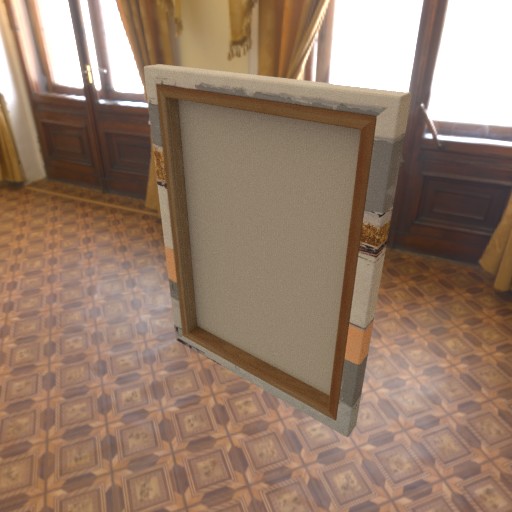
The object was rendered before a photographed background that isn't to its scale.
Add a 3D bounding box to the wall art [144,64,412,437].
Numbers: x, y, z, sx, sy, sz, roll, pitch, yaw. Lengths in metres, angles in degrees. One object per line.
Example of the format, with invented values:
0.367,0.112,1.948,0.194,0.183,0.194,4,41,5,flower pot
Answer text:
0.000,0.000,0.805,0.456,0.609,0.038,21,36,31,wall art
